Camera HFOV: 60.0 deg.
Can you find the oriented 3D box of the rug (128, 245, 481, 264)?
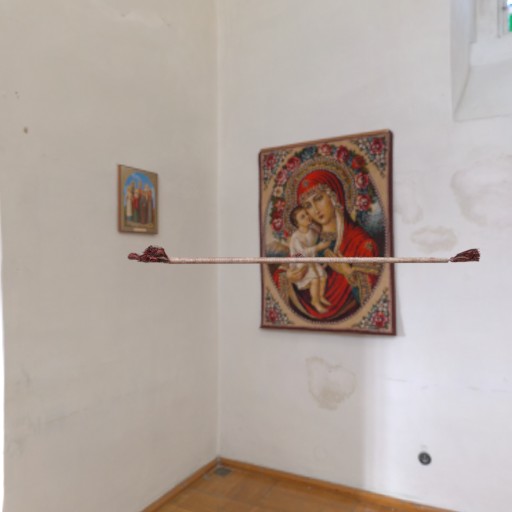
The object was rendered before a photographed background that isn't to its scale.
[{"bbox_3d":[0.000,0.000,2.639,1.444,0.067,2.069,0,0,-17],"label":"rug"}]
